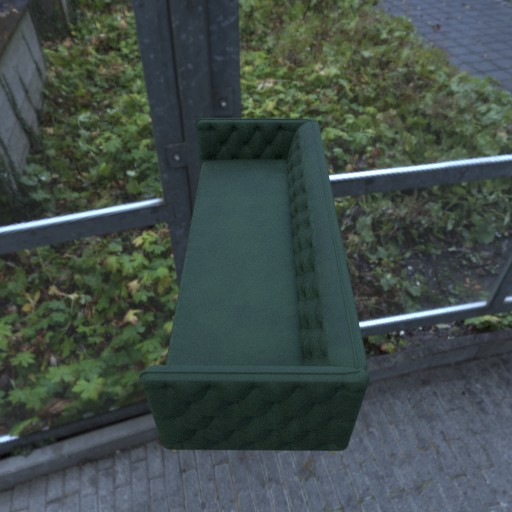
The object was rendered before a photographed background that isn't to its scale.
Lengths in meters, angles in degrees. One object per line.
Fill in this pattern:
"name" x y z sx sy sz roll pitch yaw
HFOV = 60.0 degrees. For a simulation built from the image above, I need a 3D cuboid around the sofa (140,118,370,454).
"sofa" 0.000 0.000 2.710 0.895 0.771 2.209 0 43 0
